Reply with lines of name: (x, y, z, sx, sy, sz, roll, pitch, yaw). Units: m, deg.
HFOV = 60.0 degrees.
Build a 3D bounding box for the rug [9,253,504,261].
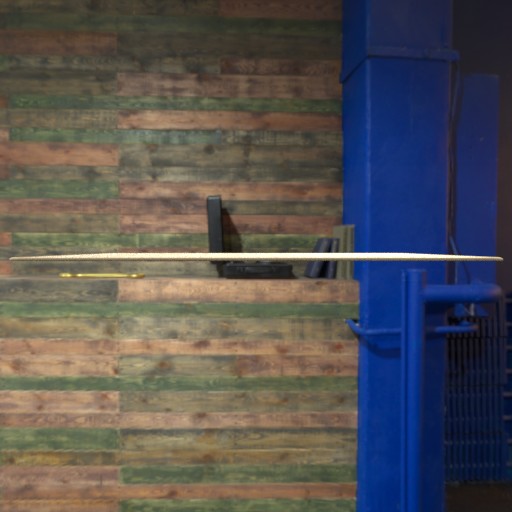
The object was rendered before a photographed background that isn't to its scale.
rug: (0.000, 0.000, 2.014, 1.667, 0.013, 1.062, 0, 1, 0)
